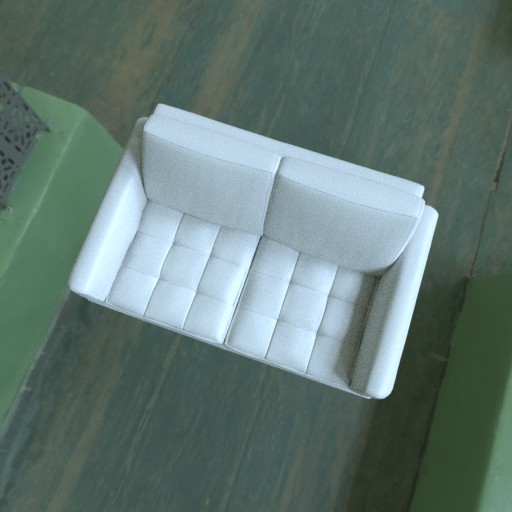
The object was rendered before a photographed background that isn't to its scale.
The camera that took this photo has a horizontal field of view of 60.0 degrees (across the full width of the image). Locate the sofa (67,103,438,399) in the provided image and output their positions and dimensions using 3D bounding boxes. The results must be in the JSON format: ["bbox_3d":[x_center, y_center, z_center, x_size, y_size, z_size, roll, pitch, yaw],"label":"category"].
[{"bbox_3d":[0.000,0.000,2.530,1.819,0.930,1.121,18,77,4],"label":"sofa"}]
